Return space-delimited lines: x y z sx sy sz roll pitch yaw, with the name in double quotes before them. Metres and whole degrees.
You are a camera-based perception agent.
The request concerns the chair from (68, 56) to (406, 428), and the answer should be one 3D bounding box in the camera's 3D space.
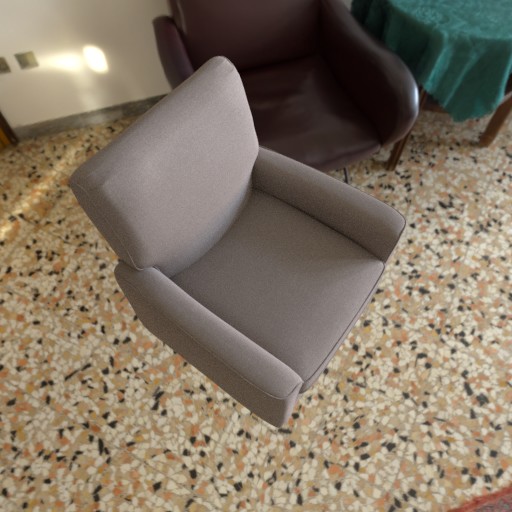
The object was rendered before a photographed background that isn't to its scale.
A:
"chair" 0.000 0.000 1.659 0.859 1.023 0.845 33 65 17
